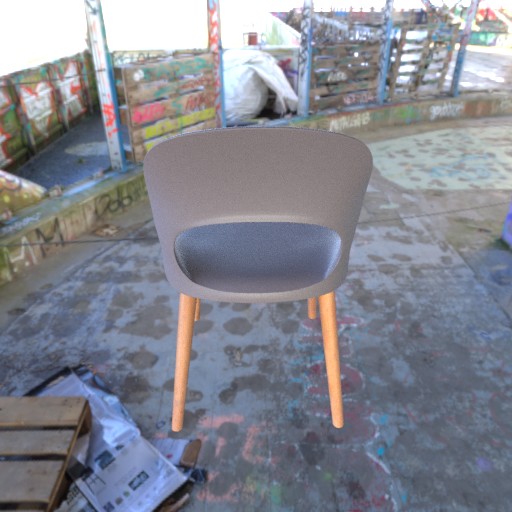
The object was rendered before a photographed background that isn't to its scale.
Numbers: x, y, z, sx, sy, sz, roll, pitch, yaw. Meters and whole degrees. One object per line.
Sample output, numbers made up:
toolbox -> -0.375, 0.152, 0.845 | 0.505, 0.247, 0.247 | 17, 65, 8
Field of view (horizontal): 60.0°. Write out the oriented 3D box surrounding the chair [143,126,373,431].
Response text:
chair -> 0.000, 0.000, 1.147 | 0.470, 0.795, 0.556 | -1, 30, -1
